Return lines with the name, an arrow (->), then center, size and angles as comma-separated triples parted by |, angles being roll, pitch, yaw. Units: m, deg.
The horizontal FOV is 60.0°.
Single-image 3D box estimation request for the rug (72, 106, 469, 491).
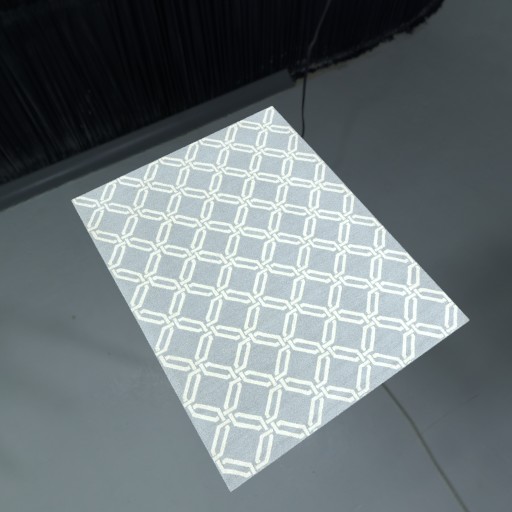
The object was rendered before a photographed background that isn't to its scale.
rug -> 0.000, 0.000, 3.903 | 2.288, 0.018, 2.895 | -30, 66, -15
